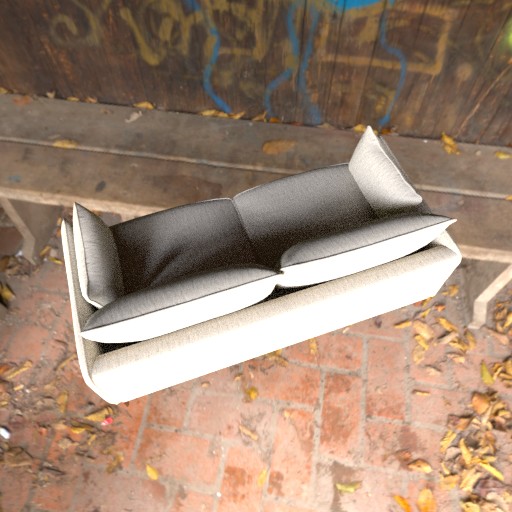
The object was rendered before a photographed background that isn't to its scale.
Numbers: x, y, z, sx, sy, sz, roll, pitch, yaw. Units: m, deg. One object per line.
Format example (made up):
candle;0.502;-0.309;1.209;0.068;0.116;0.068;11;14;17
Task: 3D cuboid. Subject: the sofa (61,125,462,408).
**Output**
sofa;0.000;0.000;2.512;1.989;0.860;0.991;-17;60;-10
